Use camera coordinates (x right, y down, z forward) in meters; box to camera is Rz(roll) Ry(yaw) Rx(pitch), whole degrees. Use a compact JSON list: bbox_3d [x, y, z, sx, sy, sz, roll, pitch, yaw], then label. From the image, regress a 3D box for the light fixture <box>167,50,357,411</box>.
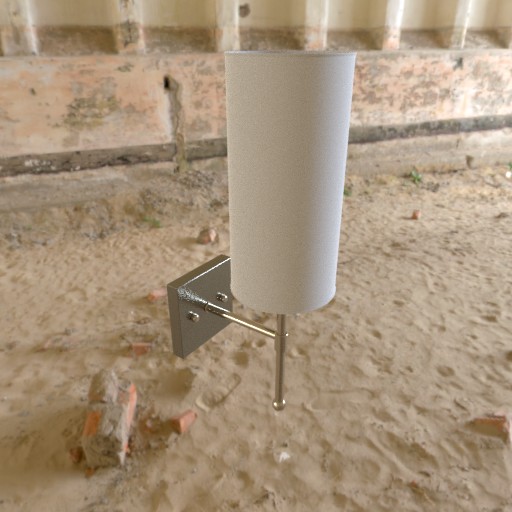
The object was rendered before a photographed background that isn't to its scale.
[{"bbox_3d":[0.000,0.000,0.551,0.208,0.462,0.128,17,31,31],"label":"light fixture"}]
